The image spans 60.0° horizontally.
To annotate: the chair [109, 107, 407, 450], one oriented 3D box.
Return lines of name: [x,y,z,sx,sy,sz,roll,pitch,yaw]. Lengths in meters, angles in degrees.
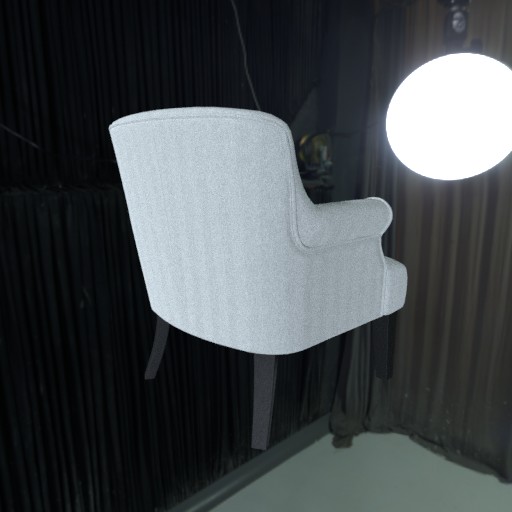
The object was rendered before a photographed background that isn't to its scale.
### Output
chair: [0.000,0.000,1.461,0.781,0.875,0.750,12,18,43]
